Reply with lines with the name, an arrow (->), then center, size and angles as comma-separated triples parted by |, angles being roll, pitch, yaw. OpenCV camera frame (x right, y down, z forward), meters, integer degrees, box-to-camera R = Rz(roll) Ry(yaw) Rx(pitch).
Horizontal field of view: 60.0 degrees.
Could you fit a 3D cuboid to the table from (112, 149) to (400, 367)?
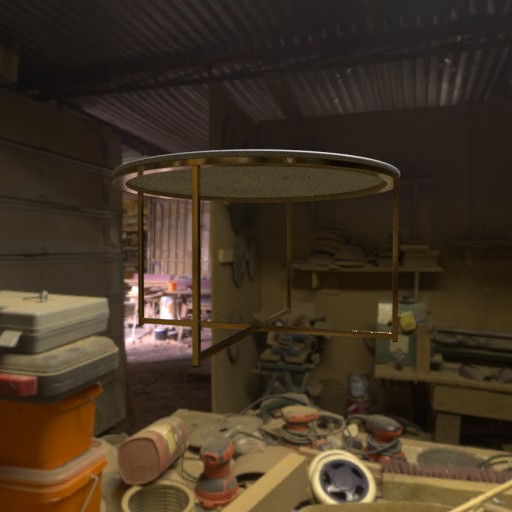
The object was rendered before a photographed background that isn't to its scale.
table -> 0.000, 0.000, 1.298 | 0.800, 0.450, 0.800 | 0, 1, 0
